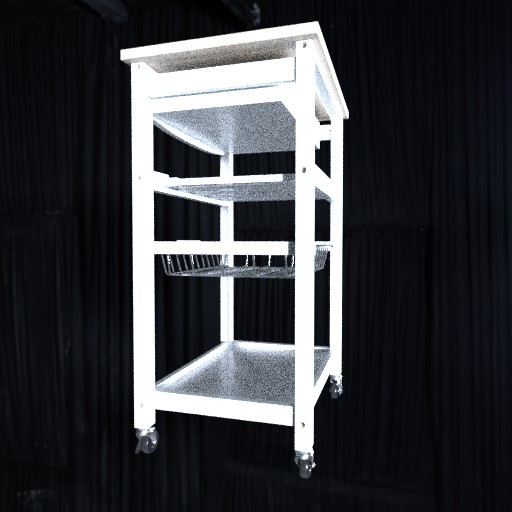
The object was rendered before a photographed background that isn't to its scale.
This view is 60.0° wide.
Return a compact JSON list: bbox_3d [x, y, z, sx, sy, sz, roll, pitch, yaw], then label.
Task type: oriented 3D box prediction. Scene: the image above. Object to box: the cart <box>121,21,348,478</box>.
[{"bbox_3d":[0.000,0.000,1.137,0.406,0.857,0.578,1,2,17],"label":"cart"}]
